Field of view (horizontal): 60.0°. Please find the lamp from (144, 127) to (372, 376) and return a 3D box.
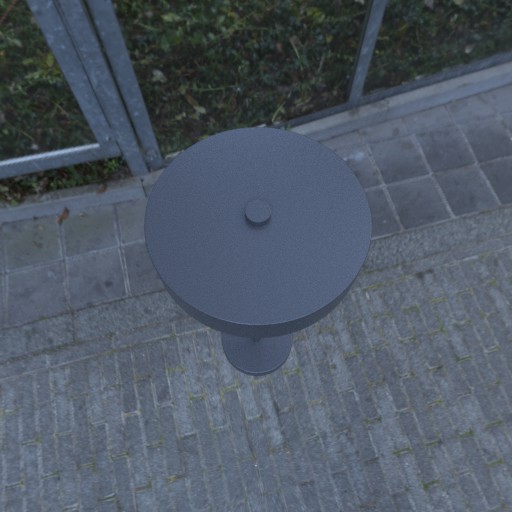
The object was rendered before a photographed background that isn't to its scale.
[{"bbox_3d":[0.000,0.000,0.698,0.229,0.508,0.369,-2,65,-1],"label":"lamp"}]
